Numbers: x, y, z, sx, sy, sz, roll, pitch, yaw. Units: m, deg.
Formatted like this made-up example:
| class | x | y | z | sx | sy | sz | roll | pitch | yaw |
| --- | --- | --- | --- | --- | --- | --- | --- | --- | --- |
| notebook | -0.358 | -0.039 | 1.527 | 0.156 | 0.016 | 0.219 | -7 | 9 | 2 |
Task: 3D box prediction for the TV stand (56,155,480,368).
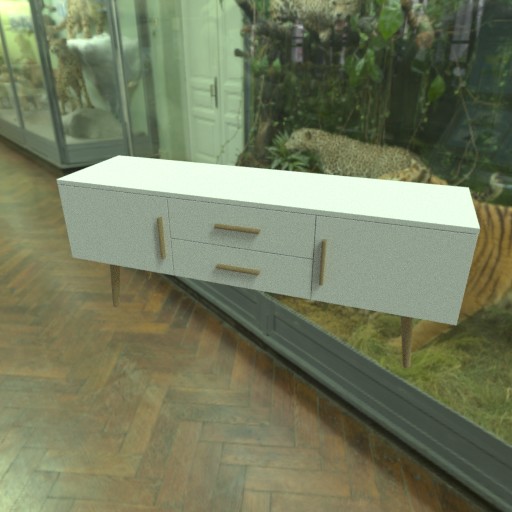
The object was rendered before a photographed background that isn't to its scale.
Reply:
| class | x | y | z | sx | sy | sz | roll | pitch | yaw |
| --- | --- | --- | --- | --- | --- | --- | --- | --- | --- |
| TV stand | 0.000 | 0.000 | 1.672 | 1.398 | 0.560 | 0.401 | 9 | 28 | 17 |
